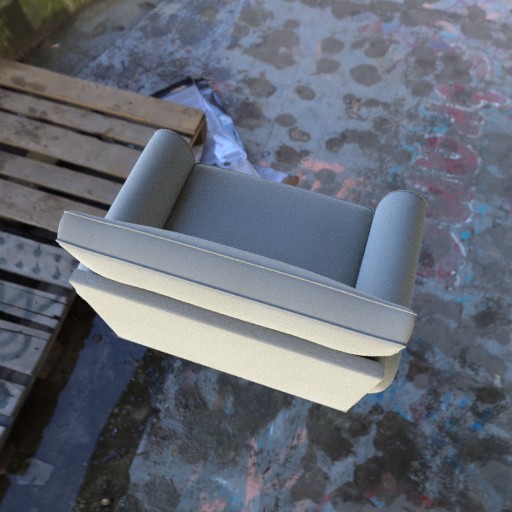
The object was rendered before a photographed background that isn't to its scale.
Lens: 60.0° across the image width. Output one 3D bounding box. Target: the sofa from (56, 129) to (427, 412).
[{"bbox_3d":[0.000,0.000,2.076,1.405,1.006,0.937,16,64,8],"label":"sofa"}]
